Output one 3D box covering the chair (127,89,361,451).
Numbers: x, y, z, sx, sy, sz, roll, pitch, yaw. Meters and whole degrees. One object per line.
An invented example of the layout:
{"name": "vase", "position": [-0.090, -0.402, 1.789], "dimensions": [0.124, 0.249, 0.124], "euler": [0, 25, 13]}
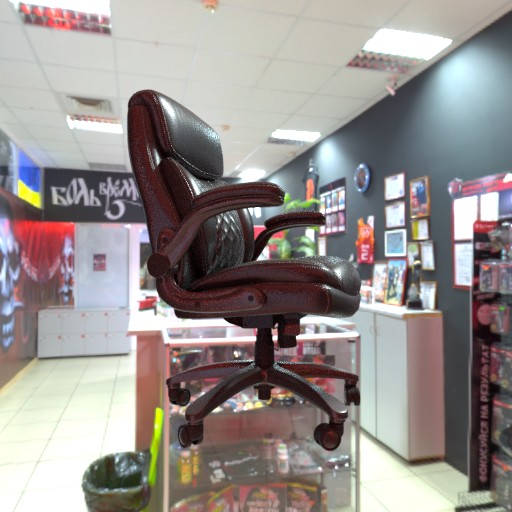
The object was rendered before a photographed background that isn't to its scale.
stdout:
{"name": "chair", "position": [0.000, 0.000, 1.575], "dimensions": [0.724, 1.110, 0.782], "euler": [0, -1, 18]}
